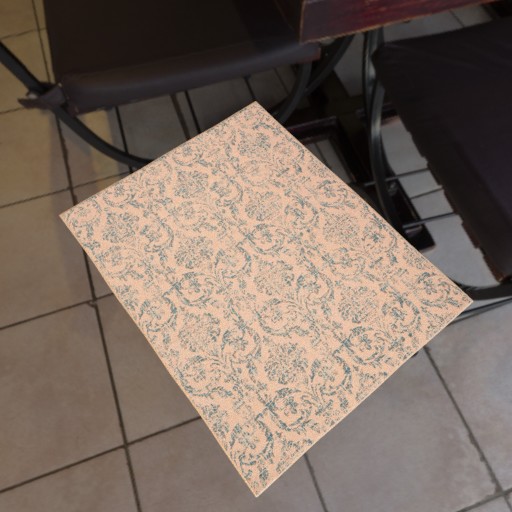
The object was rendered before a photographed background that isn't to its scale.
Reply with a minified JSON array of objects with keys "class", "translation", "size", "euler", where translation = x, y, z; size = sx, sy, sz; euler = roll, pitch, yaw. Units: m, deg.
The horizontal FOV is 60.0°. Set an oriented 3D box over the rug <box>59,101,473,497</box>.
[{"class":"rug","translation":[0.000,0.000,3.969],"size":[2.363,0.012,2.980],"euler":[-35,68,-17]}]
